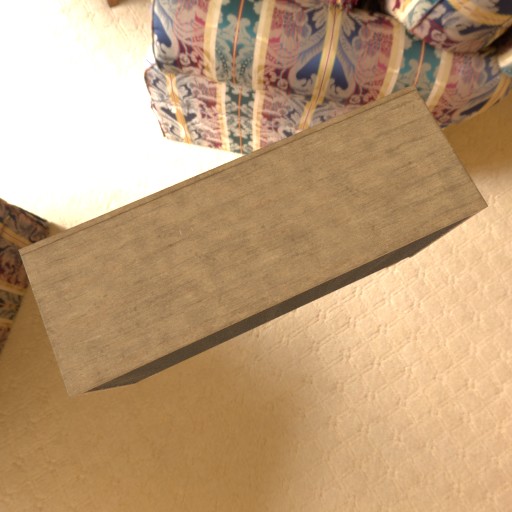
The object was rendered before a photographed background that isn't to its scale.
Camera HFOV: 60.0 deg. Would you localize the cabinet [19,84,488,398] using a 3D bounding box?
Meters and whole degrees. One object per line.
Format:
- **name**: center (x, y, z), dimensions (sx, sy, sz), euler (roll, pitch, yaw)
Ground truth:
- **cabinet**: center (0.000, 0.000, 1.851), dimensions (1.460, 0.825, 0.511), euler (-24, 78, -6)
